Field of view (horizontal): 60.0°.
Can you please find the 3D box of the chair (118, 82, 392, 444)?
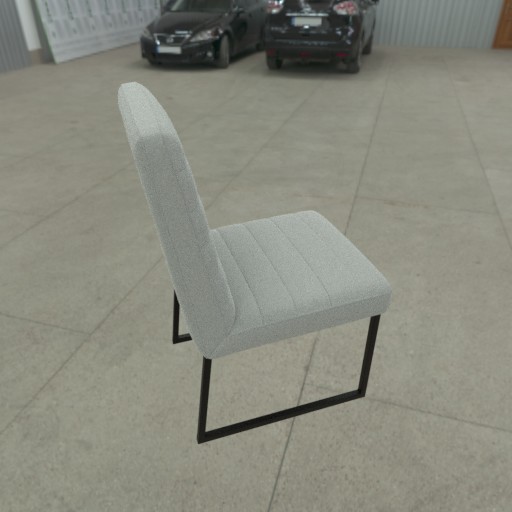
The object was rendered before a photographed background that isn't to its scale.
[{"bbox_3d":[0.000,0.000,1.309,0.634,0.930,0.520,-10,33,-16],"label":"chair"}]
